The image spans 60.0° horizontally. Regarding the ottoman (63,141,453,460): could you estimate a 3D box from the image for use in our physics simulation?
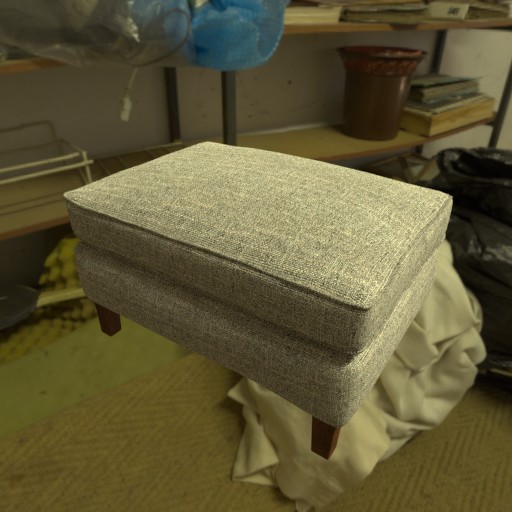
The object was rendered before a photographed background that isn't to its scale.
[{"bbox_3d":[0.000,0.000,0.978,0.686,0.406,0.508,19,36,29],"label":"ottoman"}]
